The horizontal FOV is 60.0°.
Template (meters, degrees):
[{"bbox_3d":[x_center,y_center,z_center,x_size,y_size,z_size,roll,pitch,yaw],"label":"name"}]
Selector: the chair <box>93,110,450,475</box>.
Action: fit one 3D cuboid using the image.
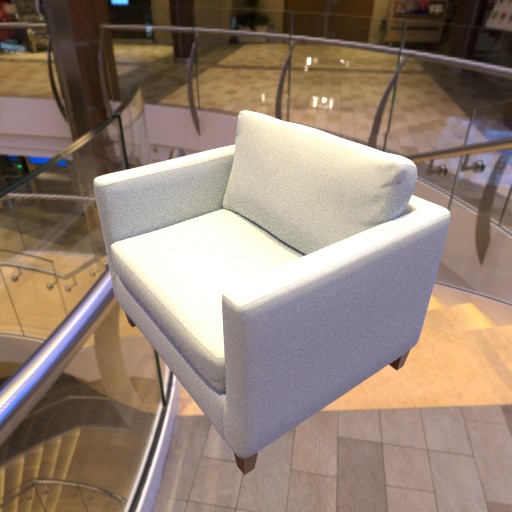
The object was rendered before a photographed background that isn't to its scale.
[{"bbox_3d":[0.000,0.000,1.829,0.953,0.961,1.107,-21,38,-30],"label":"chair"}]
